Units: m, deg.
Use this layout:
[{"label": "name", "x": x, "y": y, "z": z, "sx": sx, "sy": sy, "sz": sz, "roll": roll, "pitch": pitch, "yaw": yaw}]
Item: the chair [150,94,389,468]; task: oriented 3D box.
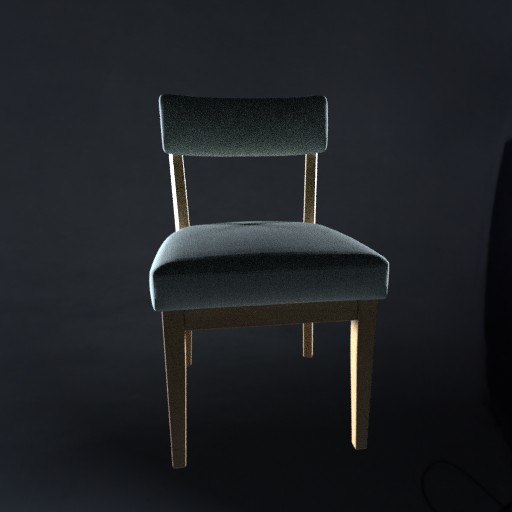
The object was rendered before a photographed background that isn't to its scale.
[{"label": "chair", "x": 0.000, "y": 0.000, "z": 1.174, "sx": 0.508, "sy": 0.832, "sz": 0.572, "roll": -2, "pitch": 16, "yaw": -8}]
